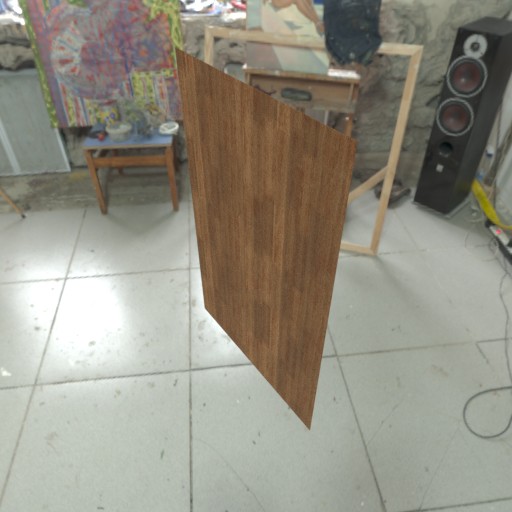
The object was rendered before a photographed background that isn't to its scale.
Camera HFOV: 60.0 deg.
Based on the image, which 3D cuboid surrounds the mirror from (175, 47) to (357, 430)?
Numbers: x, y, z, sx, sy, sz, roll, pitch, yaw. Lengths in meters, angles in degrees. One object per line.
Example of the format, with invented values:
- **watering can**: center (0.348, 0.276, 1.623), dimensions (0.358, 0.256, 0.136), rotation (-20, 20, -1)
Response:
- **mirror**: center (0.000, 0.000, 1.299), dimensions (0.047, 1.010, 0.651), rotation (-26, 47, -26)
